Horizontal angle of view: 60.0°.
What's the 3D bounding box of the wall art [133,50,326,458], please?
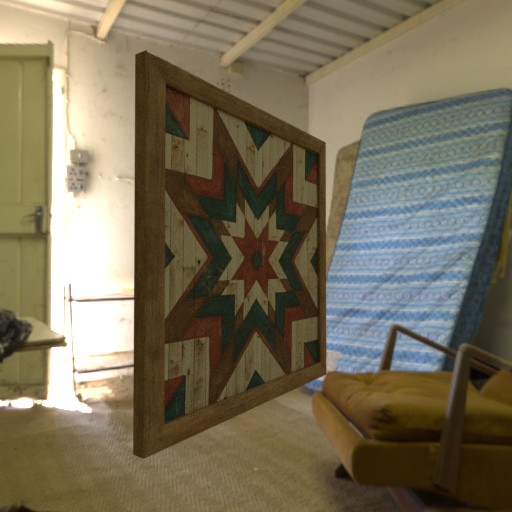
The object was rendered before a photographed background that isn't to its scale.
[{"bbox_3d":[0.000,0.000,1.041,0.029,0.691,0.695,-1,-1,35],"label":"wall art"}]
